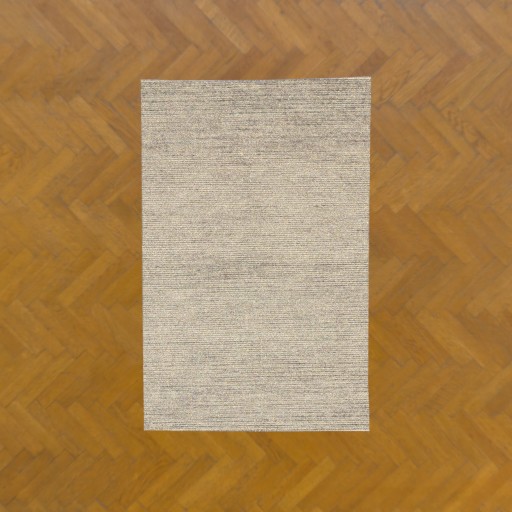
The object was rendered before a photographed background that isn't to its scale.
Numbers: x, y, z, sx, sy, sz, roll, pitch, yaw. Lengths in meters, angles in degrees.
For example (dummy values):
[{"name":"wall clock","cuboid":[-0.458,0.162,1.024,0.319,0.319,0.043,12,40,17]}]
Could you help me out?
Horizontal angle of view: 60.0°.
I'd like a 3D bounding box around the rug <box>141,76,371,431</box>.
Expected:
[{"name":"rug","cuboid":[0.000,0.000,2.253,1.162,0.022,1.804,0,91,0]}]
